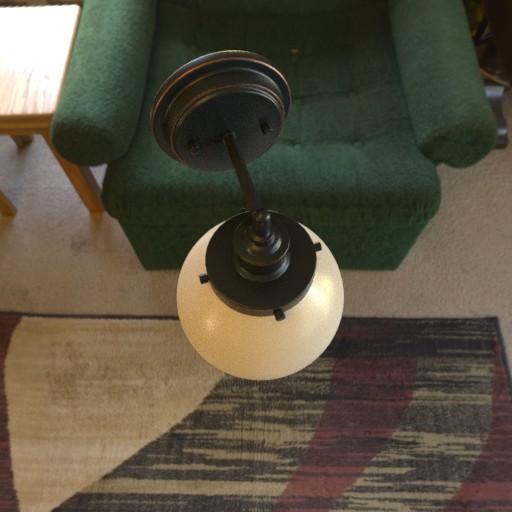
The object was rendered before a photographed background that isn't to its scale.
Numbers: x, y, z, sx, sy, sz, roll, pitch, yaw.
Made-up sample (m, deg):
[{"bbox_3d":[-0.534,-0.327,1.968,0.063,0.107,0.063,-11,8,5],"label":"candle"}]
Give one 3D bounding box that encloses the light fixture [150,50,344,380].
[{"bbox_3d":[0.000,0.000,0.473,0.197,0.332,0.230,-16,65,-8],"label":"light fixture"}]
